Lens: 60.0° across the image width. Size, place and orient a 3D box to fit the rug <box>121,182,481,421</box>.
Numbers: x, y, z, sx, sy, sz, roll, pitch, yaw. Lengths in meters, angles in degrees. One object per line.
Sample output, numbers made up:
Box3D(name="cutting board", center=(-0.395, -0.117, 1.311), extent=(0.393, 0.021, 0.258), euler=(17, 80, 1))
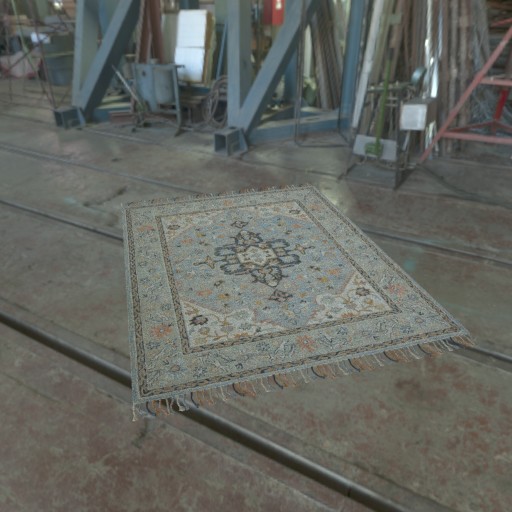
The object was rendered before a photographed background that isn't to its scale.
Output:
Box3D(name="rug", center=(0.000, 0.000, 4.140), extent=(2.379, 0.011, 3.221), euler=(-8, 32, -14))
